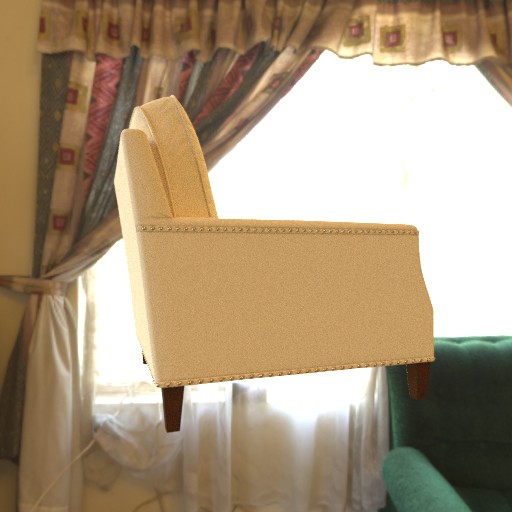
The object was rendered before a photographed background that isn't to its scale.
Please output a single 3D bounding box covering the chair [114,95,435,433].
[{"bbox_3d":[0.000,0.000,1.693,1.014,0.943,0.853,0,1,-19],"label":"chair"}]
